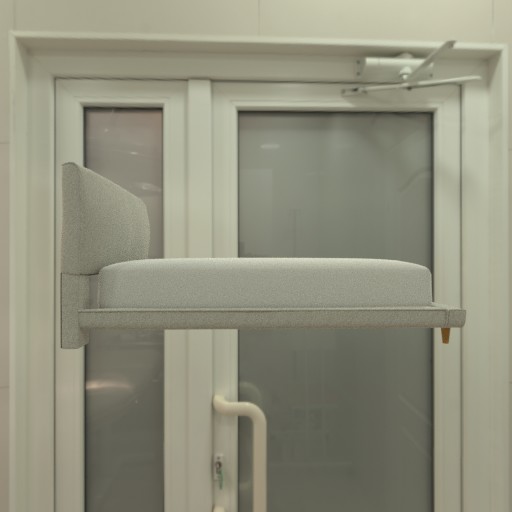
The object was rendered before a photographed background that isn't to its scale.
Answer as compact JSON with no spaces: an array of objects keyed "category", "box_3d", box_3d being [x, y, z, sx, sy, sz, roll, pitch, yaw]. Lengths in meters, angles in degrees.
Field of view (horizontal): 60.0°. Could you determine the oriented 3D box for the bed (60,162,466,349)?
[{"category":"bed","box_3d":[0.000,0.000,3.430,2.368,1.067,1.840,0,0,-2]}]
